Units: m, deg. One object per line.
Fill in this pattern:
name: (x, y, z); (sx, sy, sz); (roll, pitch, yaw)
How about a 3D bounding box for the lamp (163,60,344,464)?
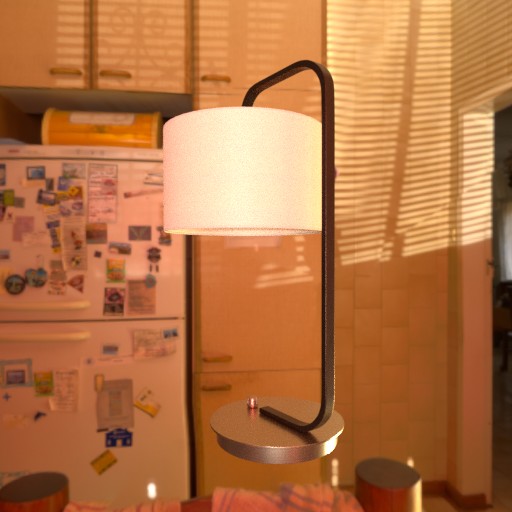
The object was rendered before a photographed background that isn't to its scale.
lamp: (0.000, 0.000, 0.619); (0.230, 0.473, 0.288); (0, 0, -36)
